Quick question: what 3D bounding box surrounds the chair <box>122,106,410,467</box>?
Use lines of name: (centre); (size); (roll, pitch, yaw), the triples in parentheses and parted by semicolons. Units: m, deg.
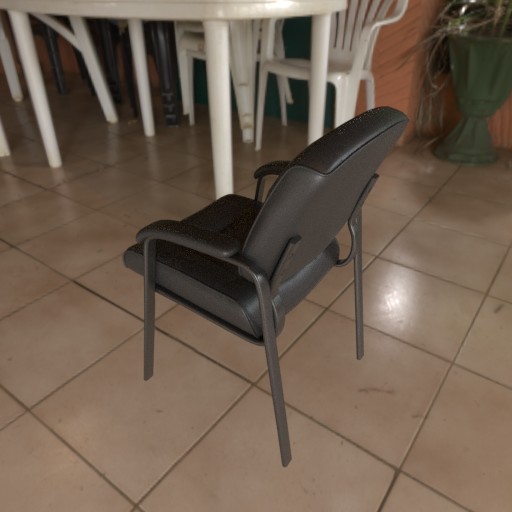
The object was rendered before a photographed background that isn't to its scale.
chair: (0.000, 0.000, 1.321); (0.668, 0.910, 0.591); (21, 38, 29)
